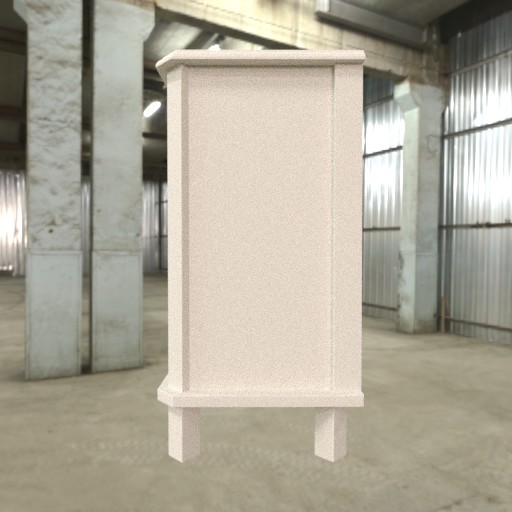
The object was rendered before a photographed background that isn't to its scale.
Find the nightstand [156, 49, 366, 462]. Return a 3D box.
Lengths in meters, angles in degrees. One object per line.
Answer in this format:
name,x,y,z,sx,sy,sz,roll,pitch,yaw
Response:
nightstand,0.000,0.000,0.935,0.351,0.681,0.435,0,1,0
